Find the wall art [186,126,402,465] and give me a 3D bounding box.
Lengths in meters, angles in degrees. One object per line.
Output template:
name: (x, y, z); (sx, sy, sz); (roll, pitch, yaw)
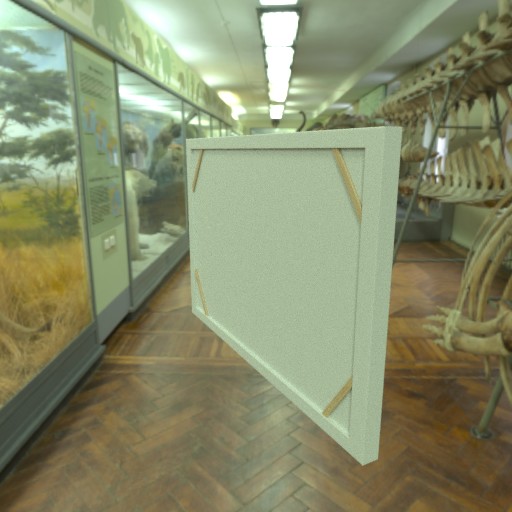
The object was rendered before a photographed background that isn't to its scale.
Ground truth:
wall art: (0.000, 0.000, 1.158); (0.038, 0.609, 0.914); (-7, 15, -27)
